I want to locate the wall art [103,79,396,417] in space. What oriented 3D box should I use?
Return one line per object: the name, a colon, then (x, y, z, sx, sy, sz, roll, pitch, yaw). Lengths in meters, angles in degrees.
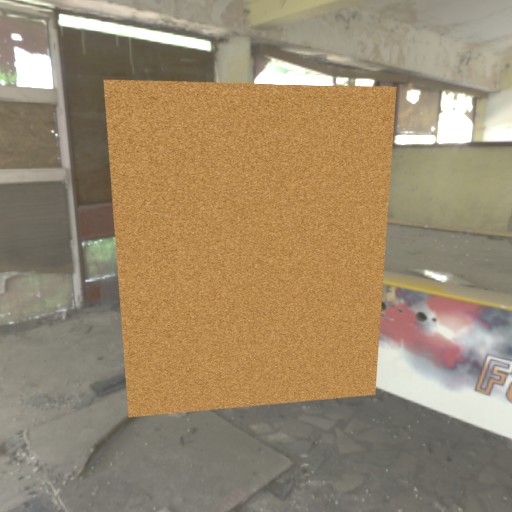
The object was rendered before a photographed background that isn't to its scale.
wall art: (0.000, 0.000, 0.780, 0.467, 0.567, 0.033, -2, 13, -9)
